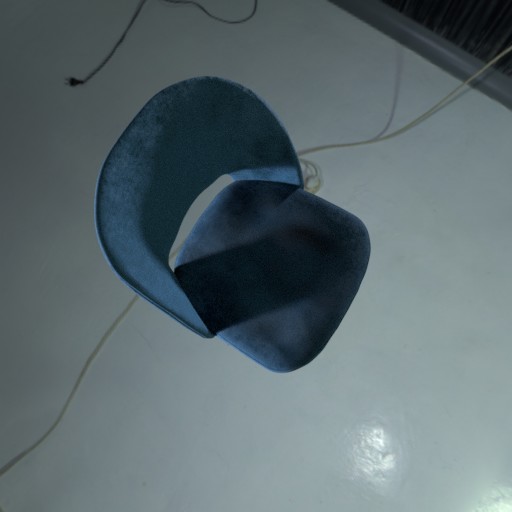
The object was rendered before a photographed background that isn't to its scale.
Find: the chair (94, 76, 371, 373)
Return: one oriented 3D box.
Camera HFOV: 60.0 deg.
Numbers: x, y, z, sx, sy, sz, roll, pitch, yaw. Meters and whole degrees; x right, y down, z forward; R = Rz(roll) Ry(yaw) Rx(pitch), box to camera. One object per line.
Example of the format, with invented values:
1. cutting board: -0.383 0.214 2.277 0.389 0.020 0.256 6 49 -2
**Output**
1. chair: 0.000 0.000 1.222 0.577 0.860 0.527 31 78 7
